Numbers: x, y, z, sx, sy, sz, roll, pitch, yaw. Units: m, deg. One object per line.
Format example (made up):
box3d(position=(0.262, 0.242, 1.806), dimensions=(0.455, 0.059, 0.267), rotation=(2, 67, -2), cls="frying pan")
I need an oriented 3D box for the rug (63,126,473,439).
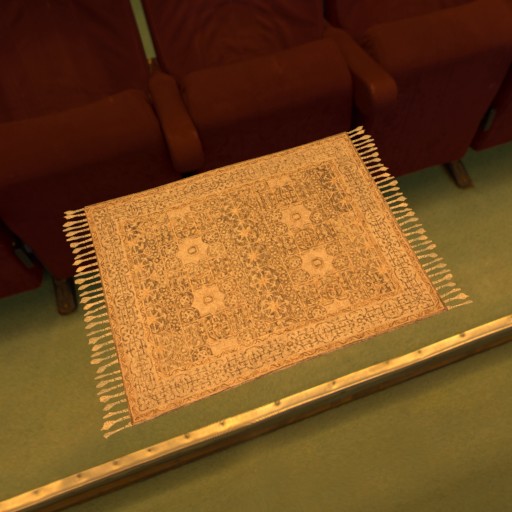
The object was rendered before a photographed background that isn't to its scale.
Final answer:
box3d(position=(0.000, 0.000, 3.062), dimensions=(2.465, 0.023, 1.619), rotation=(-18, 65, -8), cls="rug")
